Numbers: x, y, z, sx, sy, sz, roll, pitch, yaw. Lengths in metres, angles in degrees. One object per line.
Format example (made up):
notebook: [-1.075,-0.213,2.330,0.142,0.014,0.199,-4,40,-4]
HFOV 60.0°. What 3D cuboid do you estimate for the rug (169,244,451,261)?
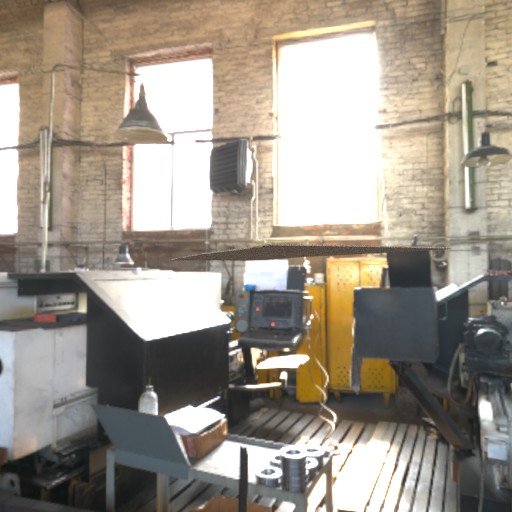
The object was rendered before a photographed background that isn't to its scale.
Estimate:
rug: [0.000,0.000,2.569,0.697,0.013,2.335,1,-2,-18]
